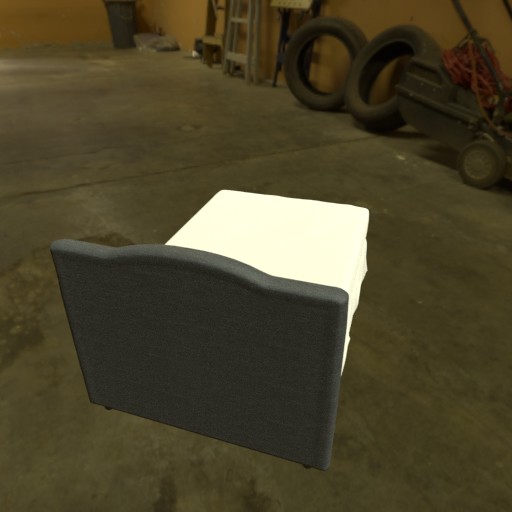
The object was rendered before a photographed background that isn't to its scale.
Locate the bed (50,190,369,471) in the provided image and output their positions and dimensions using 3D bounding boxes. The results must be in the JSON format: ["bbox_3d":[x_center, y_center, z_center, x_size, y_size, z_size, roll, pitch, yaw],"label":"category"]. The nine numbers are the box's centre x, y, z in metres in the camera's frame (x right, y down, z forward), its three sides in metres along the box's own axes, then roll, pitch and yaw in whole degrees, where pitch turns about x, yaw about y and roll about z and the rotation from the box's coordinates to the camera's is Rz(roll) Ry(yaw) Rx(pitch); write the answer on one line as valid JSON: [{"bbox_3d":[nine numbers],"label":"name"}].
[{"bbox_3d":[0.000,0.000,3.610,1.747,1.441,2.507,10,32,16],"label":"bed"}]
